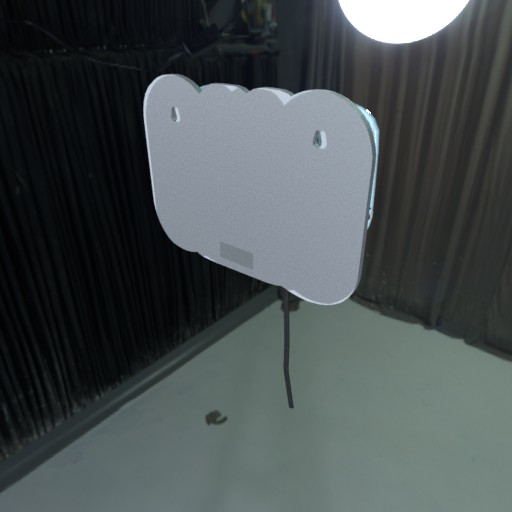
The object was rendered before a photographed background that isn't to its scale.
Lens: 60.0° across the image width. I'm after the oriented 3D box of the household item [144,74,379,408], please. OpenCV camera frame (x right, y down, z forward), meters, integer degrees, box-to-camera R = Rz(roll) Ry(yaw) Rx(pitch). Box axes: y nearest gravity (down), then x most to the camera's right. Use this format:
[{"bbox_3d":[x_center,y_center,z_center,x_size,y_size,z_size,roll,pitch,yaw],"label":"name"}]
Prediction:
[{"bbox_3d":[0.000,0.000,0.393,0.211,0.294,0.042,20,34,32],"label":"household item"}]
